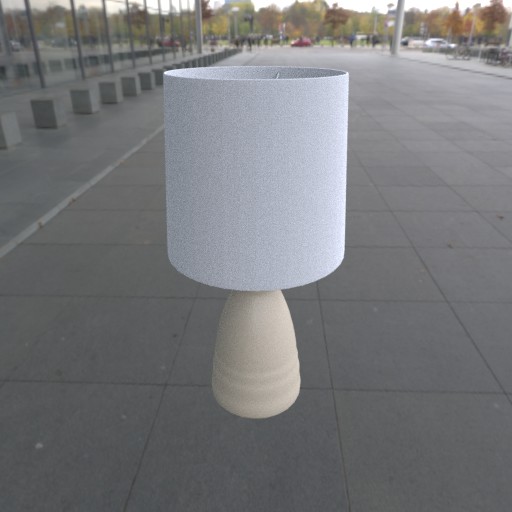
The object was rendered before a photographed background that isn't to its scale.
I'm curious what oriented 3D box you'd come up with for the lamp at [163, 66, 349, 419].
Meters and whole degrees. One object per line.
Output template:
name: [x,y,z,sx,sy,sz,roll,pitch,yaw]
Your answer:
lamp: [0.000,0.000,0.480,0.186,0.369,0.186,0,26,0]
